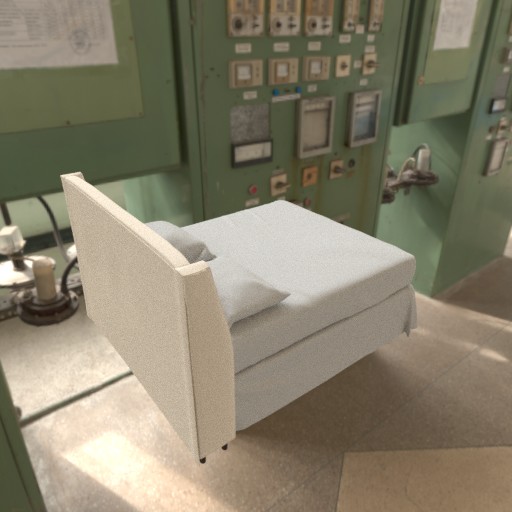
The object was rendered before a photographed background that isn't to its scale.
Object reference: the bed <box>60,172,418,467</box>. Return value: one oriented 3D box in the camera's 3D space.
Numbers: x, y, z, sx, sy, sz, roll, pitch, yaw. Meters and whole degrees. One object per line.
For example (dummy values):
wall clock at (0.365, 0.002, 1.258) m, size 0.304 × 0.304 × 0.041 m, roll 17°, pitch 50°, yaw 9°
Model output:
bed at (0.000, 0.000, 3.539) m, size 2.276 × 1.332 × 1.925 m, roll -19°, pitch 33°, yaw -32°
